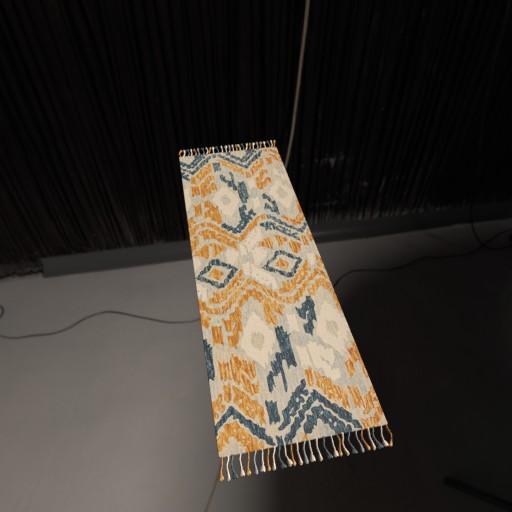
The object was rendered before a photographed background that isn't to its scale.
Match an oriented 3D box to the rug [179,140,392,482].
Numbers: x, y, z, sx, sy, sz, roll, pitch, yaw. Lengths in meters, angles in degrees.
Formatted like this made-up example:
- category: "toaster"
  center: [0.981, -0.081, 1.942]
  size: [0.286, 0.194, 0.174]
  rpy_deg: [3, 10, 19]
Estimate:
- category: "rug"
  center: [0.000, 0.000, 2.679]
  size: [0.783, 0.010, 2.437]
  rpy_deg: [-8, 47, -8]
